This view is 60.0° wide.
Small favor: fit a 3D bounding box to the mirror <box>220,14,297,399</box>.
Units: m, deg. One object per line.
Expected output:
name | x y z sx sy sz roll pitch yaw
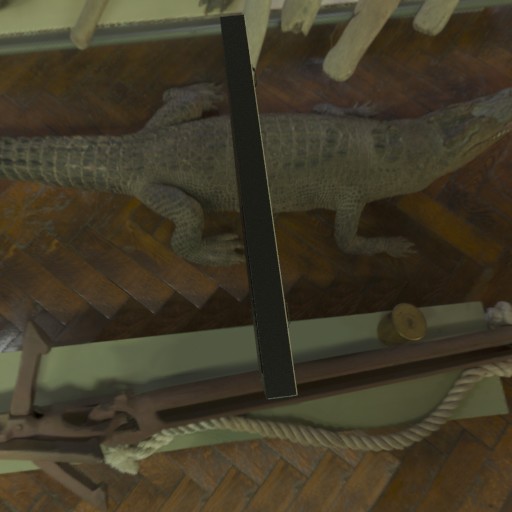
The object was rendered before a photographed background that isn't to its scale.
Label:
mirror | 0.000 0.000 0.893 0.039 0.710 0.507 -7 76 -2
